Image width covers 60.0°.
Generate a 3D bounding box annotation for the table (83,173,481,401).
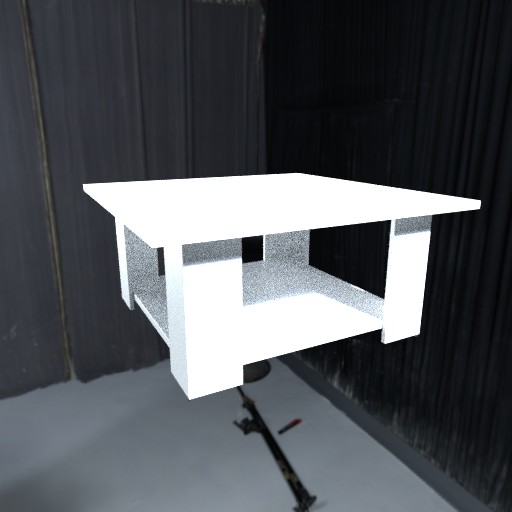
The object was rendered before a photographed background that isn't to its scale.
[{"bbox_3d":[0.000,0.000,1.070,0.670,0.305,0.670,-8,18,-27],"label":"table"}]
